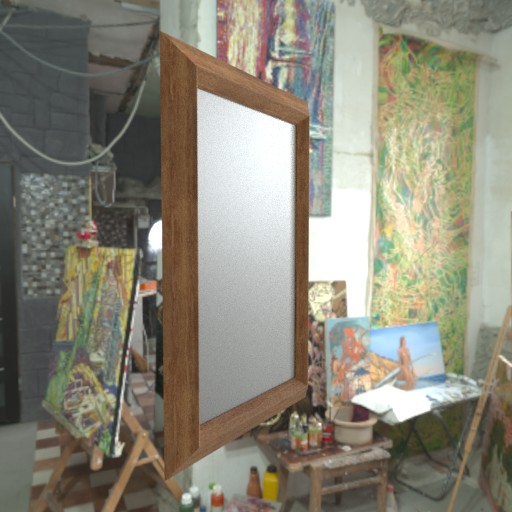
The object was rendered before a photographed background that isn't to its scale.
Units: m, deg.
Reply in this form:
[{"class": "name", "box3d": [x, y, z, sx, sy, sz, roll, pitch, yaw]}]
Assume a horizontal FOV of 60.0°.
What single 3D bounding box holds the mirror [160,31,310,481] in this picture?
[{"class": "mirror", "box3d": [0.000, 0.000, 1.241, 0.047, 1.010, 0.651, 2, 4, 36]}]
